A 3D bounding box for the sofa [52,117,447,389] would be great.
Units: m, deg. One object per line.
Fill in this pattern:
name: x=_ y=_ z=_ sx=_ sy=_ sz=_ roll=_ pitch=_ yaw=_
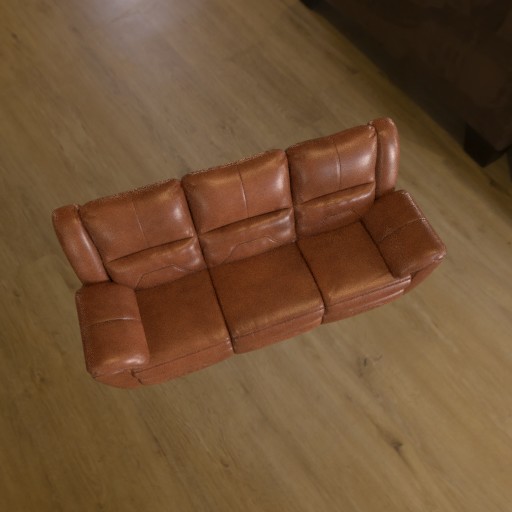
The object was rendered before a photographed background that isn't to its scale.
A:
sofa: x=0.000 y=0.000 z=2.941 sx=2.337 sy=1.043 sz=0.991 roll=-18 pitch=64 yaw=-9
